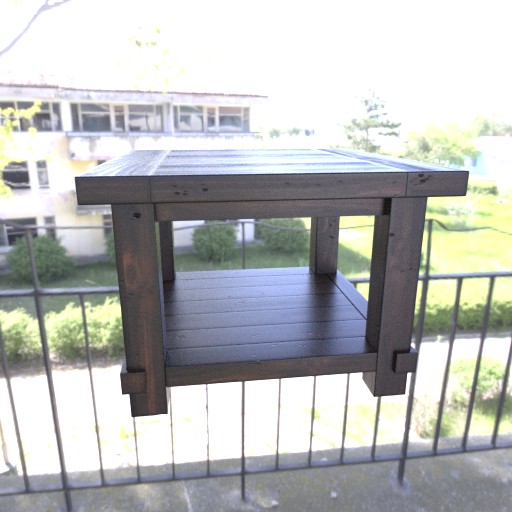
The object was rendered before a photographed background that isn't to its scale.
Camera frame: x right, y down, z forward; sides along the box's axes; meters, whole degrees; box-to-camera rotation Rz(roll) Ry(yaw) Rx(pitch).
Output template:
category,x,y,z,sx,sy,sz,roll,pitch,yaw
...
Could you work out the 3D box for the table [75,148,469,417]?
category,x,y,z,sx,sy,sz,roll,pitch,yaw
table,0.000,0.000,1.004,0.593,0.437,0.606,-2,17,-7
